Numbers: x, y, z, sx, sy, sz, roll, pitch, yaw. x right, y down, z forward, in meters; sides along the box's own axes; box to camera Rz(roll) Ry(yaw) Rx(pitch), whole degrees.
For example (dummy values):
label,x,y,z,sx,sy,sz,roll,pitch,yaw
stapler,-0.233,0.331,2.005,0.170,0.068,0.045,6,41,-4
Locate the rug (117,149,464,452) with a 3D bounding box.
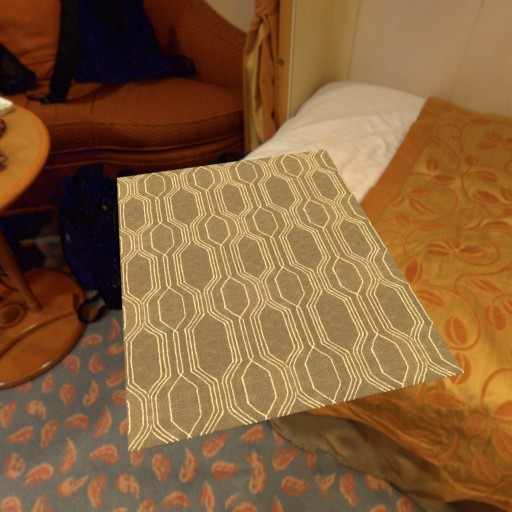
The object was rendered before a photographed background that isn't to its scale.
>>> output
label,x,y,z,sx,sy,sz,roll,pitch,yaw
rug,0.000,0.000,4.129,2.457,0.012,3.062,-10,47,-9
